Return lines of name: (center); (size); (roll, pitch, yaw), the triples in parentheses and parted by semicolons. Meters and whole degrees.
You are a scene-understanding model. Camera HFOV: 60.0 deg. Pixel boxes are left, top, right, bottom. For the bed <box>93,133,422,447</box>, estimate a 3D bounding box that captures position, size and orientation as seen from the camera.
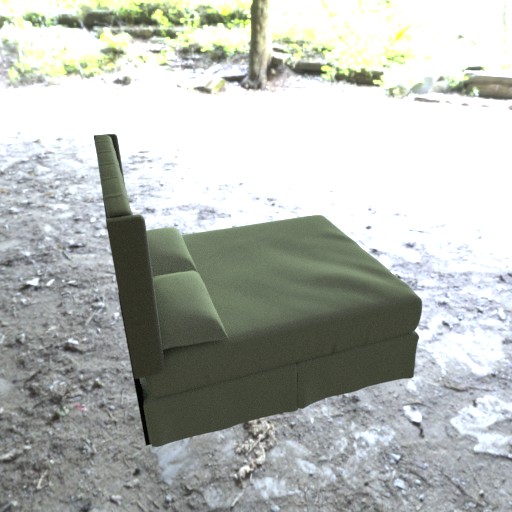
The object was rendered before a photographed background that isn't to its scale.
bed: (0.000, 0.000, 3.412); (2.066, 1.665, 1.719); (-10, 31, -17)
